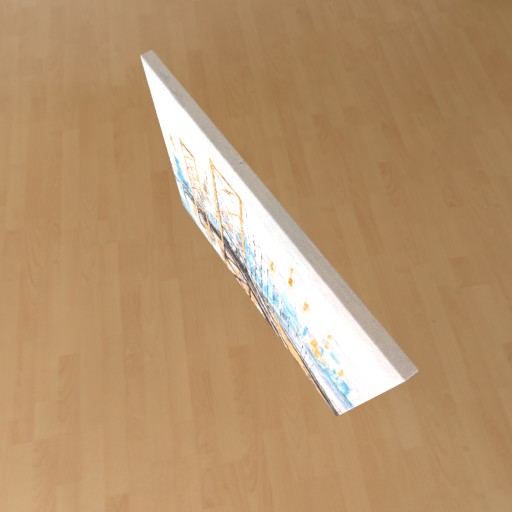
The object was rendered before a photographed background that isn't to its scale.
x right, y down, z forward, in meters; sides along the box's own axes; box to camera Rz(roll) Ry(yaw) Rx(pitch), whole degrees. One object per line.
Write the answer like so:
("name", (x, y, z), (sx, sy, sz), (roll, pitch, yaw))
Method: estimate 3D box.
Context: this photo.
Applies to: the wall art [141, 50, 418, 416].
("wall art", (0.000, 0.000, 1.340), (0.038, 0.762, 1.016), (-32, 69, -14))
